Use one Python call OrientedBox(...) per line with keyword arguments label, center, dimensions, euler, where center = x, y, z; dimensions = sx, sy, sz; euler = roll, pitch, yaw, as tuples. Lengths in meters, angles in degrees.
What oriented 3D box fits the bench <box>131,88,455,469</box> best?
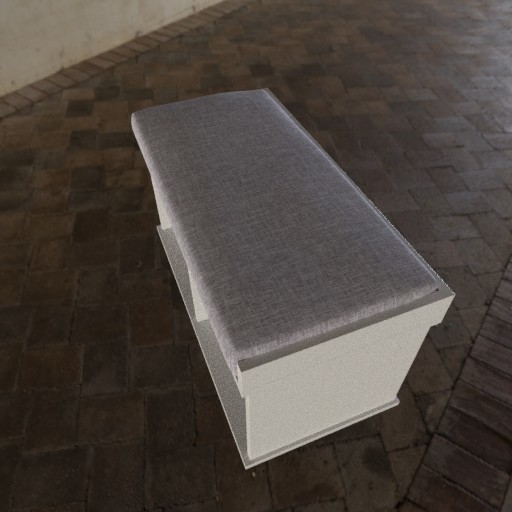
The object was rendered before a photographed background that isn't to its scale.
OrientedBox(label="bench", center=(0.000, 0.000, 1.011), dimensions=(0.362, 0.461, 0.734), euler=(-16, 49, -15))
